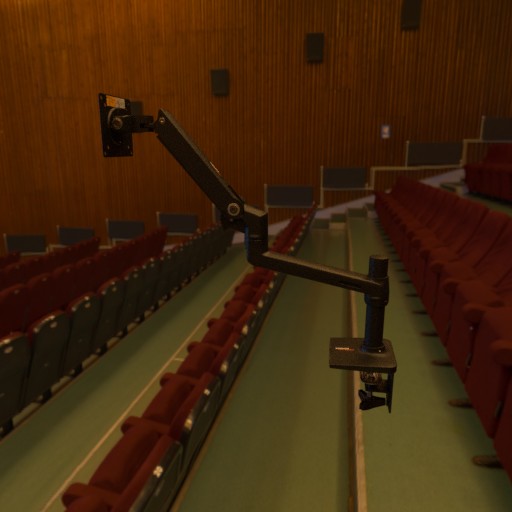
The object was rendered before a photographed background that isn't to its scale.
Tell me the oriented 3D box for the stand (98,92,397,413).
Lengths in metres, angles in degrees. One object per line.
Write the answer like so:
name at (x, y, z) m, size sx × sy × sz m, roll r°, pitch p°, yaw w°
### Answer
stand at (0.000, 0.000, 1.027) m, size 0.650 × 0.713 × 0.152 m, roll 2°, pitch 14°, yaw 10°
